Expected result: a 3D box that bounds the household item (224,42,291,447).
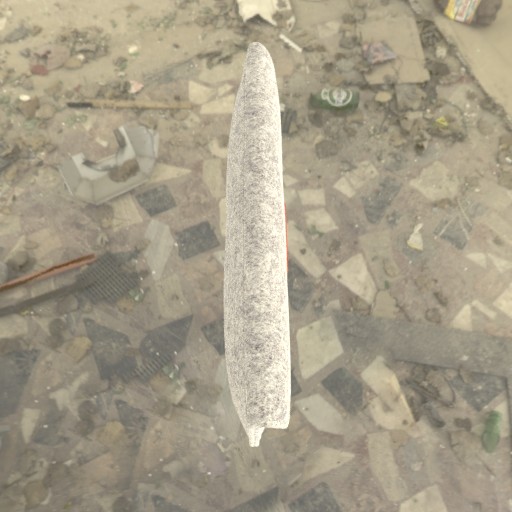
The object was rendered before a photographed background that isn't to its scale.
[{"bbox_3d":[0.000,0.000,0.436,0.057,0.221,0.335,-1,64,0],"label":"household item"}]
